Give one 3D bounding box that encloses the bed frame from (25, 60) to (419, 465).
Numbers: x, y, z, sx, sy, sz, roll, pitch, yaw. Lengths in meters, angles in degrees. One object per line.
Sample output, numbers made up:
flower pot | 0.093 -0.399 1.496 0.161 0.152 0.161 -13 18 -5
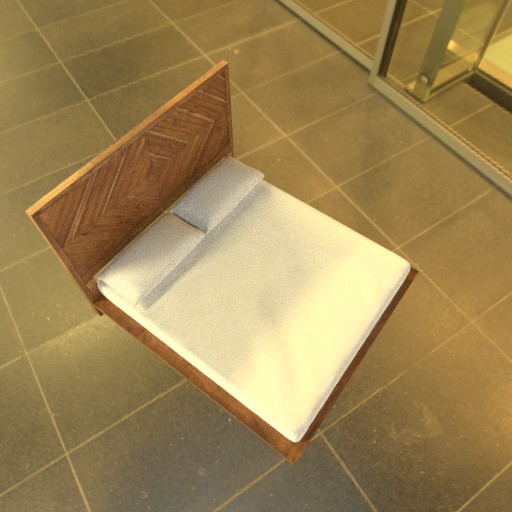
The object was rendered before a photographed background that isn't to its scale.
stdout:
bed frame | 0.000 0.000 3.607 2.235 1.537 2.038 32 63 19
